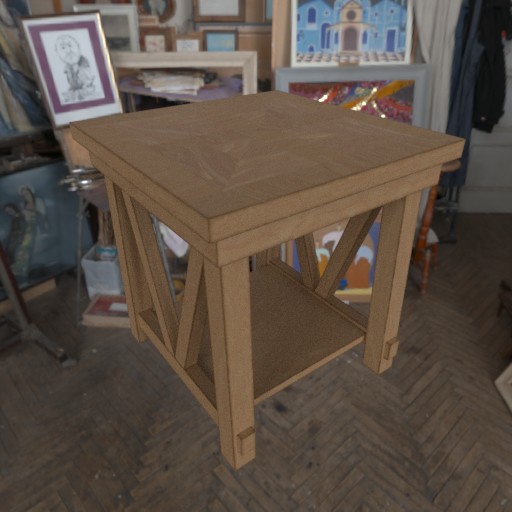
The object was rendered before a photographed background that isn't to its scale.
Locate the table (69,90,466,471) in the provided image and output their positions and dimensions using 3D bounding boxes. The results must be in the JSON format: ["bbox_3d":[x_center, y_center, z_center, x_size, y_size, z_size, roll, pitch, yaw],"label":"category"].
[{"bbox_3d":[0.000,0.000,1.124,0.610,0.638,0.612,-21,37,-30],"label":"table"}]
